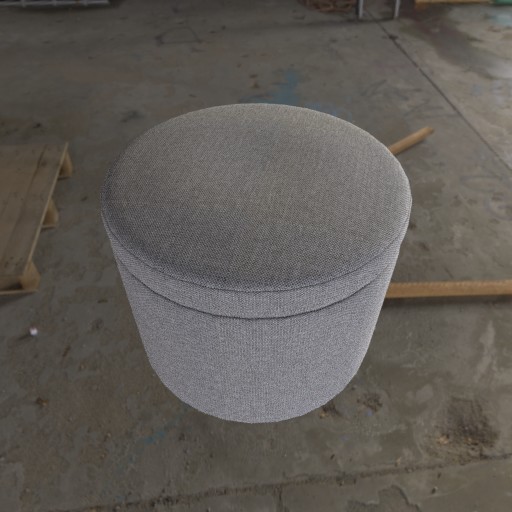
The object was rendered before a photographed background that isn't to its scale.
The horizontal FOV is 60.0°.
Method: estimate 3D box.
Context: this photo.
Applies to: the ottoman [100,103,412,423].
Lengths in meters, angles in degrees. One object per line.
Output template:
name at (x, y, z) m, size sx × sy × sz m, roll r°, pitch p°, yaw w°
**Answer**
ottoman at (0.000, 0.000, 0.858) m, size 0.500 × 0.419 × 0.500 m, roll 0°, pitch 46°, yaw 0°
